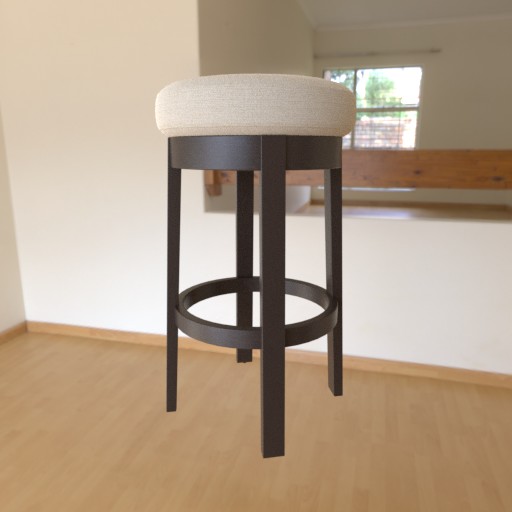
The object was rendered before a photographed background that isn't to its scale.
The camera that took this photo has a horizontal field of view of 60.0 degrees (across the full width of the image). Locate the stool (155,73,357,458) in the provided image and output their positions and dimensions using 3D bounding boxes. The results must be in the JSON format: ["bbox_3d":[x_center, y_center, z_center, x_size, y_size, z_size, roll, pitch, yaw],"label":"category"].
[{"bbox_3d":[0.000,0.000,1.039,0.446,0.758,0.446,0,14,0],"label":"stool"}]
